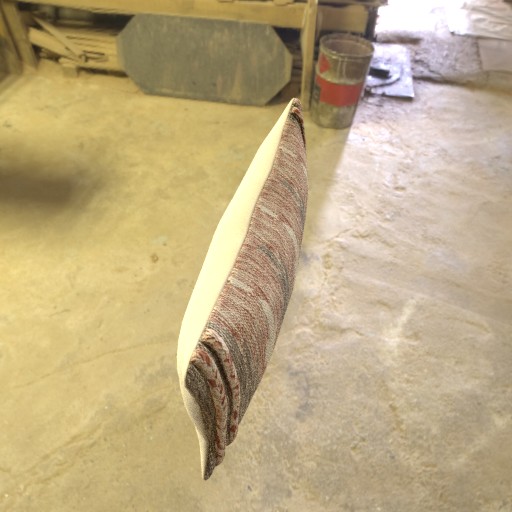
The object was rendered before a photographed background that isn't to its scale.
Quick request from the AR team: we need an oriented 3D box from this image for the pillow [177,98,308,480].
[{"bbox_3d":[0.000,0.000,0.739,0.139,0.282,0.635,10,46,10],"label":"pillow"}]
